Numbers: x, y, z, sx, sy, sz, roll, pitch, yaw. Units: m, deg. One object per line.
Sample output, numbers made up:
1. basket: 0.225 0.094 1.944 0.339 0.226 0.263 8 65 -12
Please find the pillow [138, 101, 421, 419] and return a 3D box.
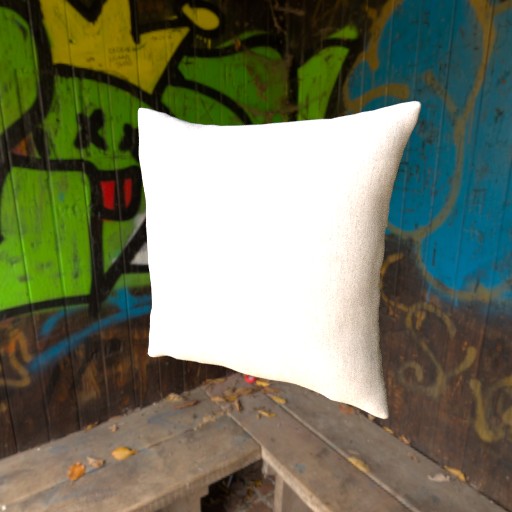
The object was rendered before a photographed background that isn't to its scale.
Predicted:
1. pillow: 0.000 0.000 0.675 0.433 0.436 0.173 8 18 25
